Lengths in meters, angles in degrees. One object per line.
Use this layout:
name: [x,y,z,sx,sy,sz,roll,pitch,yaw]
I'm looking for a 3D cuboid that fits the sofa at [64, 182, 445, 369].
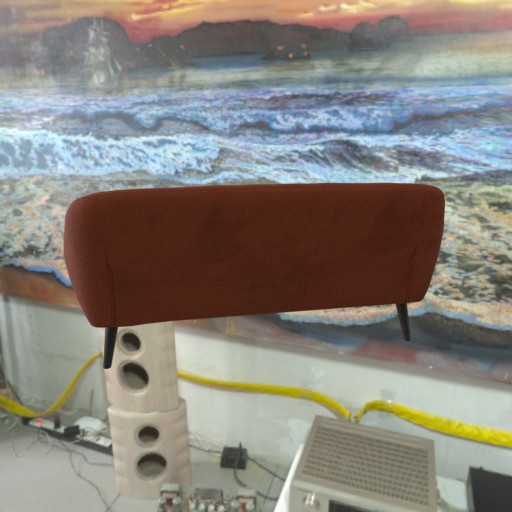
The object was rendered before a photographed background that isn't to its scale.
sofa: [0.000,0.000,2.314,1.840,0.836,0.820,-3,16,-10]
